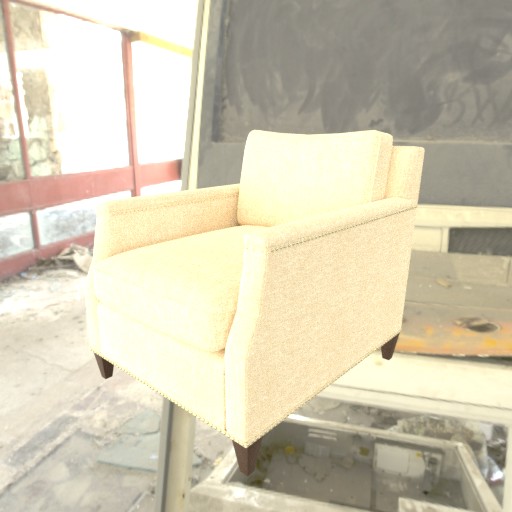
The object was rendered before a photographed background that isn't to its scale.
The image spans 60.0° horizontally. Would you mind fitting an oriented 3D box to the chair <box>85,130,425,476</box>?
[{"bbox_3d":[0.000,0.000,1.720,0.838,0.940,1.041,14,21,40],"label":"chair"}]
